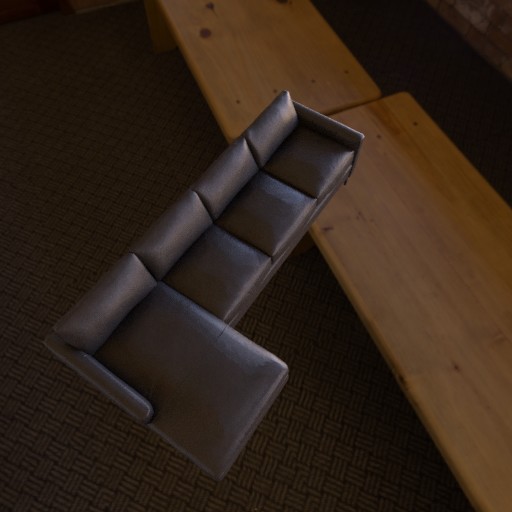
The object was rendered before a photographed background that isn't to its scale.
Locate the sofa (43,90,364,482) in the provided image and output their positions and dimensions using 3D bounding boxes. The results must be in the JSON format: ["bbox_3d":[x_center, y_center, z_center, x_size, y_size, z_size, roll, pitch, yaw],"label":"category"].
[{"bbox_3d":[0.000,0.000,3.590,1.471,0.859,2.993,31,65,16],"label":"sofa"}]
